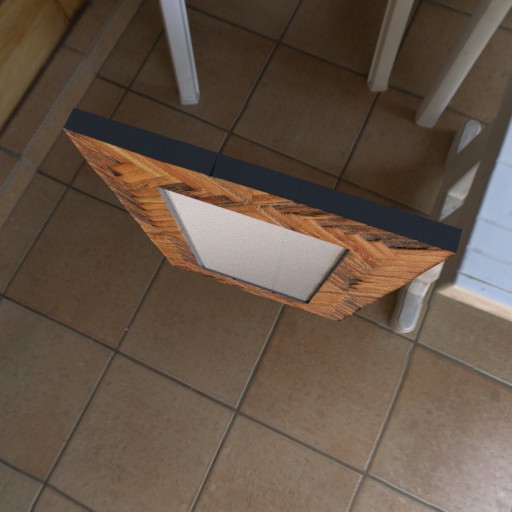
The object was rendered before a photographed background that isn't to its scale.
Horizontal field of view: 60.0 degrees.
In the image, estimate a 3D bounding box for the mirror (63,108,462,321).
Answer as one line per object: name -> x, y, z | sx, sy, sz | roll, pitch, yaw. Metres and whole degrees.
mirror -> 0.000, 0.000, 1.092 | 0.606, 0.912, 0.044 | 18, 76, 5
